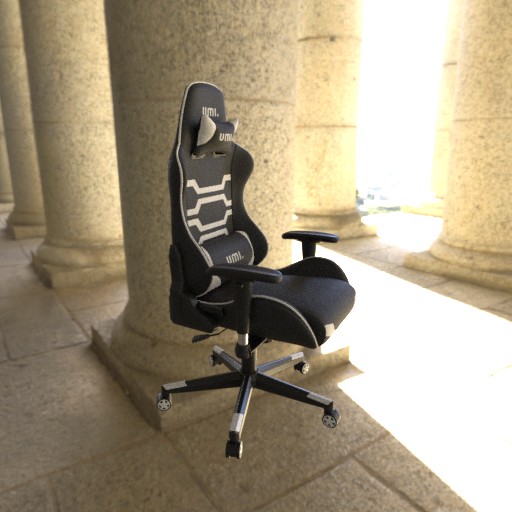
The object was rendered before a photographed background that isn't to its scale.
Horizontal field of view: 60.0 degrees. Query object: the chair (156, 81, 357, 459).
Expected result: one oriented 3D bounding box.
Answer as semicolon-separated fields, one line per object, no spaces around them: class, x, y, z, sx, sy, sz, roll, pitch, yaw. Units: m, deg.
chair;0.000;0.000;1.655;0.700;1.240;0.700;7;16;26
